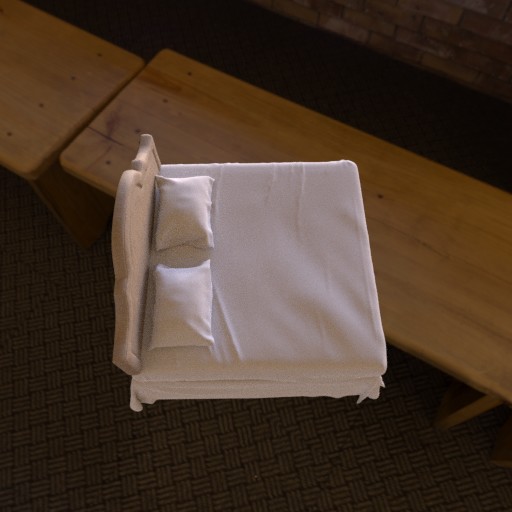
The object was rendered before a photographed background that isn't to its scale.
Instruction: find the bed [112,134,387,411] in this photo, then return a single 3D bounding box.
[{"bbox_3d":[0.000,0.000,3.756,2.222,1.631,2.303,-1,64,-1],"label":"bed"}]
